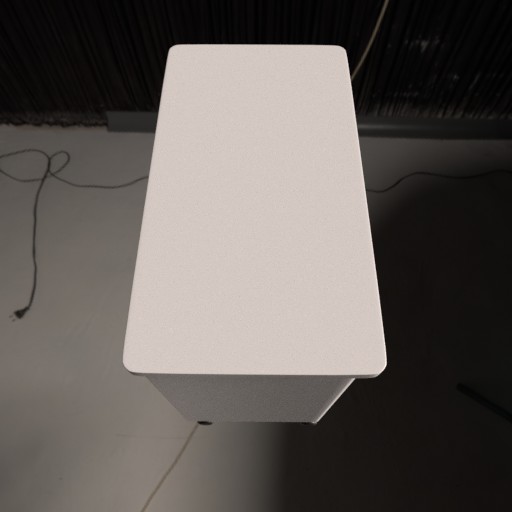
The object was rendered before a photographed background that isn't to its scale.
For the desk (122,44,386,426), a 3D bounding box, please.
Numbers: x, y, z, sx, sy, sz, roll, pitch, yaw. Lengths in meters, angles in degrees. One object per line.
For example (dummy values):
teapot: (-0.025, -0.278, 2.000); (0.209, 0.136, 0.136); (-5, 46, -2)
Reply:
desk: (0.000, 0.000, 1.317); (0.475, 0.763, 0.877); (0, 62, 0)
